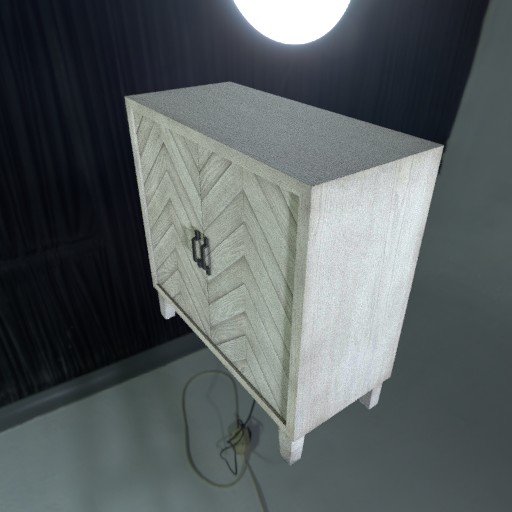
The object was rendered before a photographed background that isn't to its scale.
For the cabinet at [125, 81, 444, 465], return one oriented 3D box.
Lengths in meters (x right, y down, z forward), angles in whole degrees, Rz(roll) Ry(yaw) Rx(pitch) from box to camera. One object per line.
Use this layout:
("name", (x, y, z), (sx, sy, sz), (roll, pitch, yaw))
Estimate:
("cabinet", (0.000, 0.000, 1.271), (0.370, 0.787, 0.781), (-21, 38, -30))
